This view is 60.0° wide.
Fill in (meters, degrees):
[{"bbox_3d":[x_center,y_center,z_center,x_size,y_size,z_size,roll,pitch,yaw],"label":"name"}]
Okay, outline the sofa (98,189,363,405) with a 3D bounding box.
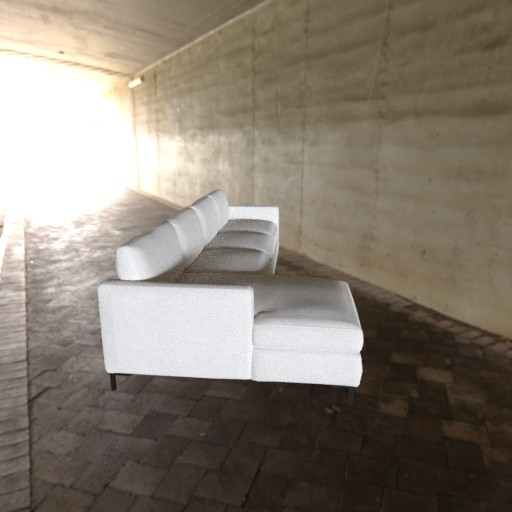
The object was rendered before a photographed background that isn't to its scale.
[{"bbox_3d":[0.000,0.000,3.908,1.467,0.875,3.186,1,15,5],"label":"sofa"}]
